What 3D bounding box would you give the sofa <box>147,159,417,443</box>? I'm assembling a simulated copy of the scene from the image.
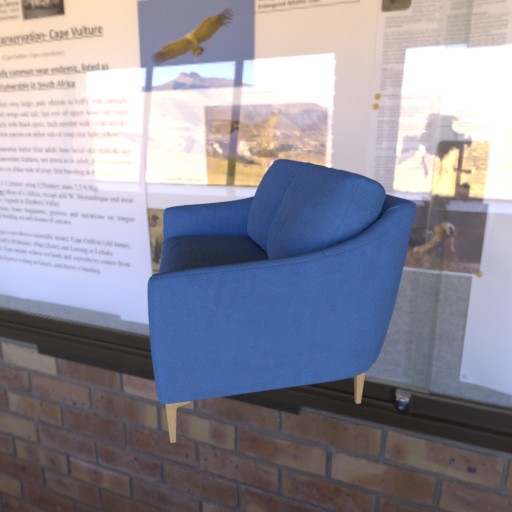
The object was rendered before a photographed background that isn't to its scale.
[{"bbox_3d":[0.000,0.000,2.198,0.960,0.902,1.619,-2,15,-9],"label":"sofa"}]
